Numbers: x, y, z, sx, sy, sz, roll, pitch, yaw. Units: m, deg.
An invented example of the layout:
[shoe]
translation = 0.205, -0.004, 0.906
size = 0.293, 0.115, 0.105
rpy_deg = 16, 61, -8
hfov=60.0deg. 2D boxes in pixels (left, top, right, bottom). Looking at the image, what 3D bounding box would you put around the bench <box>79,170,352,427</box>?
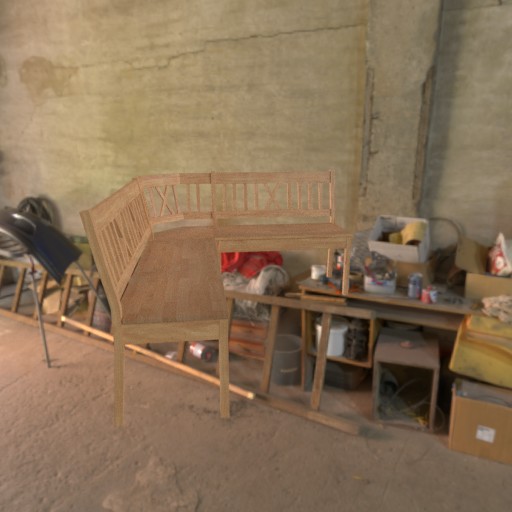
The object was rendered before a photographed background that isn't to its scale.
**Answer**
[bench]
translation = 0.000, 0.000, 2.734
size = 1.537, 0.902, 1.937
rpy_deg = -2, 15, -7
